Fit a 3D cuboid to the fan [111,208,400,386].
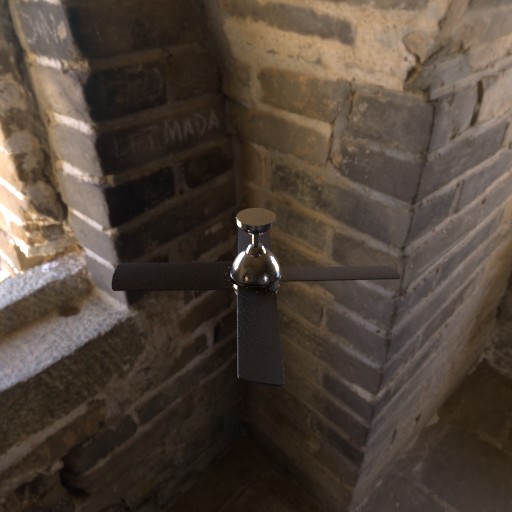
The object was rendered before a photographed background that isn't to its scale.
[{"bbox_3d":[0.000,0.000,2.024,1.332,0.403,1.332,-1,32,-1],"label":"fan"}]
